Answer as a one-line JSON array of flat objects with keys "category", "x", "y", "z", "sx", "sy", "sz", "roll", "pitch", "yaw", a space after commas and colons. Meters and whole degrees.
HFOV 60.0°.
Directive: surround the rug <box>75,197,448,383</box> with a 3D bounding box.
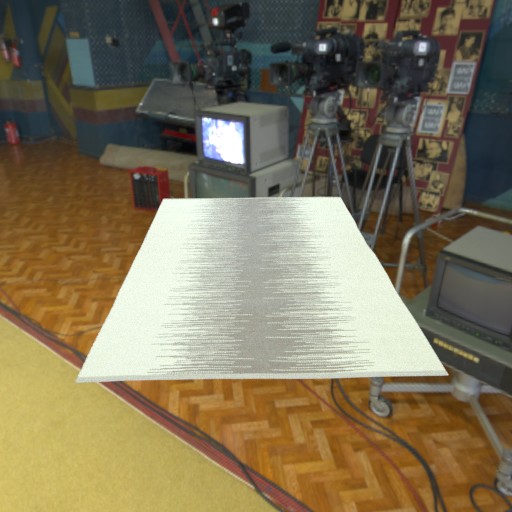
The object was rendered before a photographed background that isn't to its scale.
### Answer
[{"category": "rug", "x": 0.000, "y": 0.000, "z": 2.262, "sx": 1.226, "sy": 0.007, "sz": 1.815, "roll": -1, "pitch": 26, "yaw": -1}]
